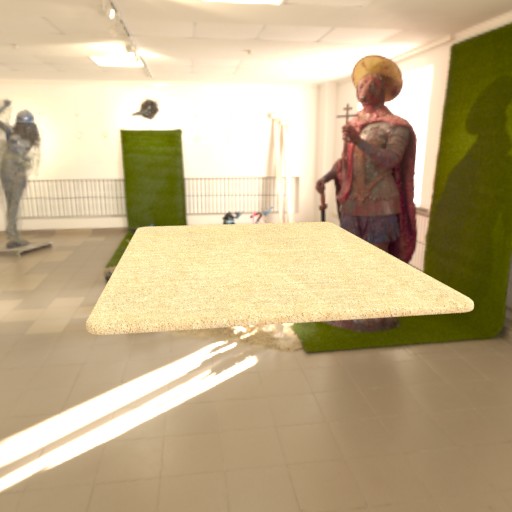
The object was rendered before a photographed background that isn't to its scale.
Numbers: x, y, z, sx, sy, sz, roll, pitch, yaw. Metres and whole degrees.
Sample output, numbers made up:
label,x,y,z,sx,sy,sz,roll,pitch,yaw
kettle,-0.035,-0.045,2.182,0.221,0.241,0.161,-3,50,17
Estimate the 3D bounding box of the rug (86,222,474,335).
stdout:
label,x,y,z,sx,sy,sz,roll,pitch,yaw
rug,0.000,0.000,3.383,2.009,0.048,2.528,-2,15,-9
